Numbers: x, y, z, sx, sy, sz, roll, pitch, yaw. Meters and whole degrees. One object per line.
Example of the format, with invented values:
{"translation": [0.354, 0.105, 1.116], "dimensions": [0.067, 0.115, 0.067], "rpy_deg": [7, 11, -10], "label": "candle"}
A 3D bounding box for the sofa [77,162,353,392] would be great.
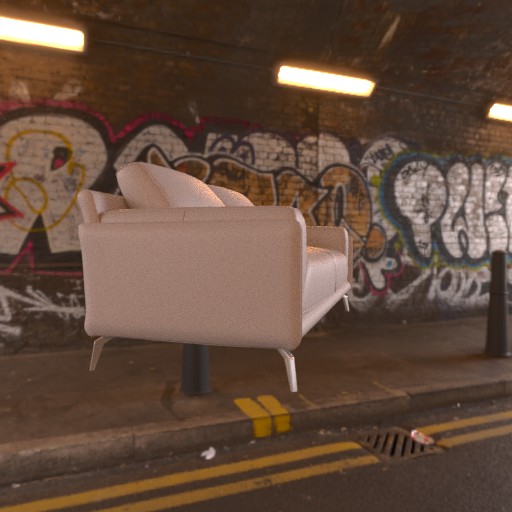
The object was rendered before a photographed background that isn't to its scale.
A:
{"translation": [0.000, 0.000, 2.644], "dimensions": [1.049, 0.930, 2.101], "rpy_deg": [0, 1, 17], "label": "sofa"}
